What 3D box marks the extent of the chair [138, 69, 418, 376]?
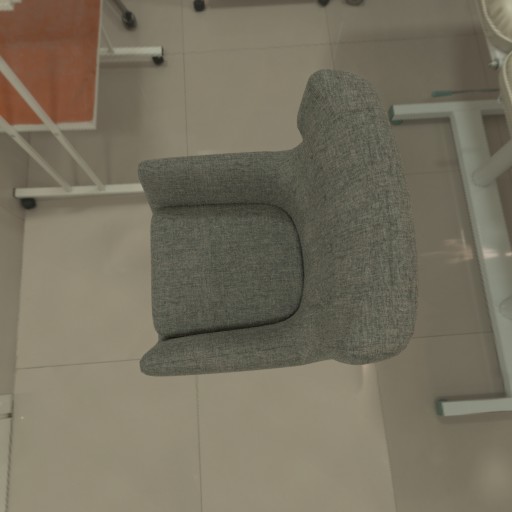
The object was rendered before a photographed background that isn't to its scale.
[{"bbox_3d":[0.000,0.000,1.717,0.904,1.063,0.878,-4,75,-1],"label":"chair"}]
